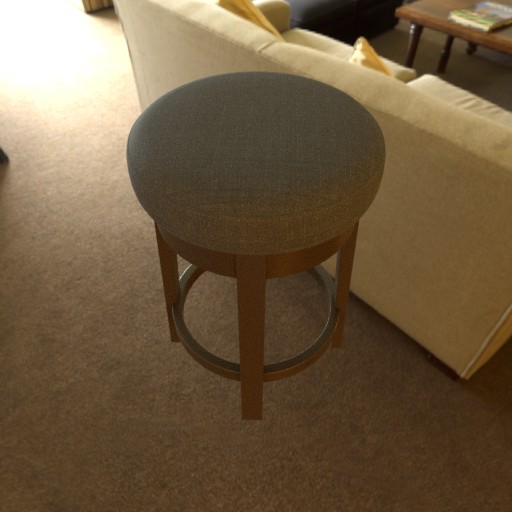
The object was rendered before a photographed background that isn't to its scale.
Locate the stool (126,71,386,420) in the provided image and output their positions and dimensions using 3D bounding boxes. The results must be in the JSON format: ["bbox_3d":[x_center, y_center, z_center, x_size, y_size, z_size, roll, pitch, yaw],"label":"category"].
[{"bbox_3d":[0.000,0.000,0.951,0.449,0.655,0.449,0,47,0],"label":"stool"}]
